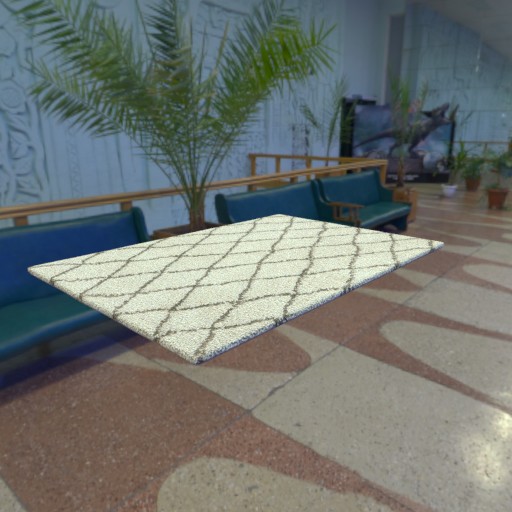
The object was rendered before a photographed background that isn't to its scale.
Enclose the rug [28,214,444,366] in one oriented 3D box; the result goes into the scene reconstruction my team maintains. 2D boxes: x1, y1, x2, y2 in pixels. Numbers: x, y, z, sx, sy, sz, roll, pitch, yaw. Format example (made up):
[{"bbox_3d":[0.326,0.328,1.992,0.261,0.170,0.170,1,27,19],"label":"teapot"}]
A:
[{"bbox_3d":[0.000,0.000,2.254,1.219,0.030,1.778,15,22,41],"label":"rug"}]
